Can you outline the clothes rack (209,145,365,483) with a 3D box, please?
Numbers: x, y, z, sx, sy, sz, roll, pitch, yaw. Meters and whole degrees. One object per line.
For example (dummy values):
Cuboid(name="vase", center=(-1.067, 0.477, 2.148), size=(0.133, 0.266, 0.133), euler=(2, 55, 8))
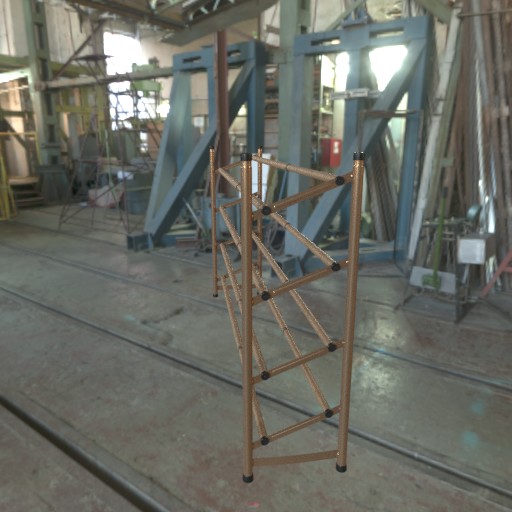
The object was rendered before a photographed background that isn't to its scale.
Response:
Cuboid(name="clothes rack", center=(0.000, 0.000, 1.414), size=(0.229, 0.672, 1.168), euler=(-2, 15, -8))
